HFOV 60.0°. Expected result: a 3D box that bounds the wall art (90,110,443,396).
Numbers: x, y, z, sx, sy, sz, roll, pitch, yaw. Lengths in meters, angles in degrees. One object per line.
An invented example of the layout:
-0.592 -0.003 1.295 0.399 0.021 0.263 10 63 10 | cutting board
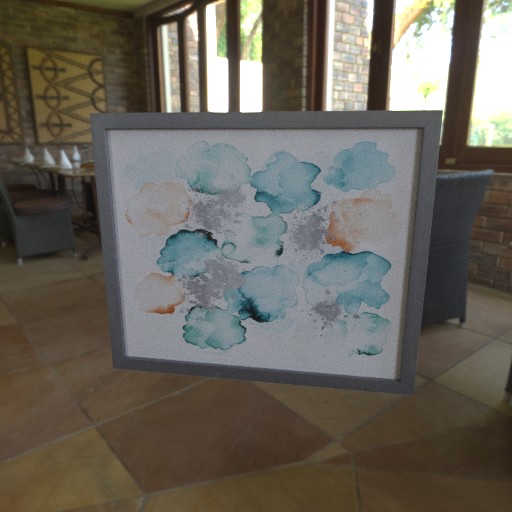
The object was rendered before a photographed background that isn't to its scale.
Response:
0.000 0.000 0.902 0.660 0.558 0.026 3 15 9 | wall art
